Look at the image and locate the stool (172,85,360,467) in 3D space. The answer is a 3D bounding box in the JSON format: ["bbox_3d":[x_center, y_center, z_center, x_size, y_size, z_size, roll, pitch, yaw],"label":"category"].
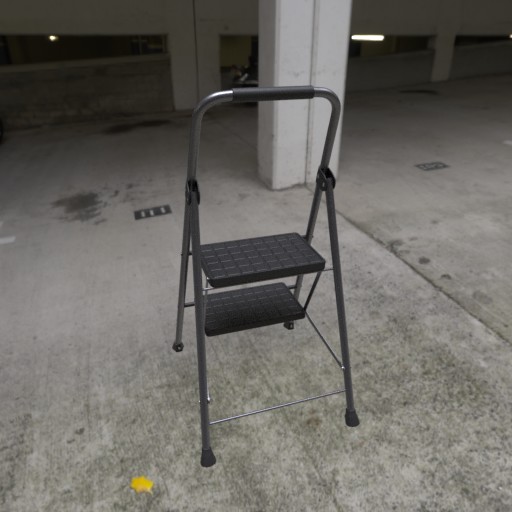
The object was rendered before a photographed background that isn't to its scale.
[{"bbox_3d":[0.000,0.000,1.185,0.450,0.872,0.514,-8,28,-16],"label":"stool"}]
